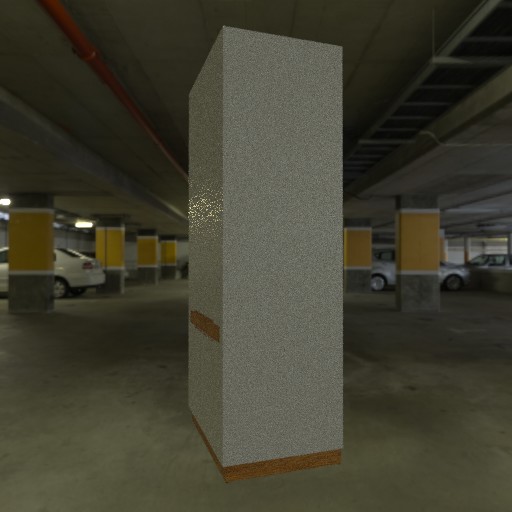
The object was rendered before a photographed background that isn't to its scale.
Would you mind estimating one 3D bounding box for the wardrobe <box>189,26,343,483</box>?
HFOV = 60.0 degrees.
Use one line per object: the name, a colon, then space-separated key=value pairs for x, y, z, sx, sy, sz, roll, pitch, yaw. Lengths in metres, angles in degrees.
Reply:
wardrobe: x=0.000 y=0.000 z=2.467 sx=0.600 sy=2.040 sz=0.860 roll=0 pitch=-1 yaw=-19
